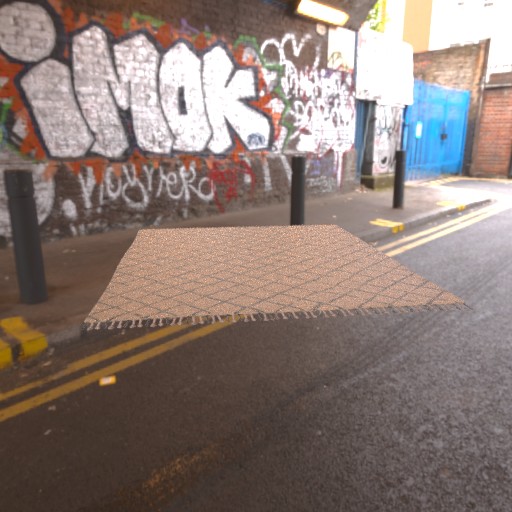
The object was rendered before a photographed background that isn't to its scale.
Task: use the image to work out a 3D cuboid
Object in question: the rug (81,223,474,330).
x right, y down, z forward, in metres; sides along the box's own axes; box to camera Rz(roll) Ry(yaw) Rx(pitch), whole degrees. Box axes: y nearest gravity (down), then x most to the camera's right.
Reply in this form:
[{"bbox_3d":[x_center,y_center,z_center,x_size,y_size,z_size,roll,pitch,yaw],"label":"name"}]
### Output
[{"bbox_3d":[0.000,0.000,4.881,2.892,0.036,3.585,-2,15,-8],"label":"rug"}]
